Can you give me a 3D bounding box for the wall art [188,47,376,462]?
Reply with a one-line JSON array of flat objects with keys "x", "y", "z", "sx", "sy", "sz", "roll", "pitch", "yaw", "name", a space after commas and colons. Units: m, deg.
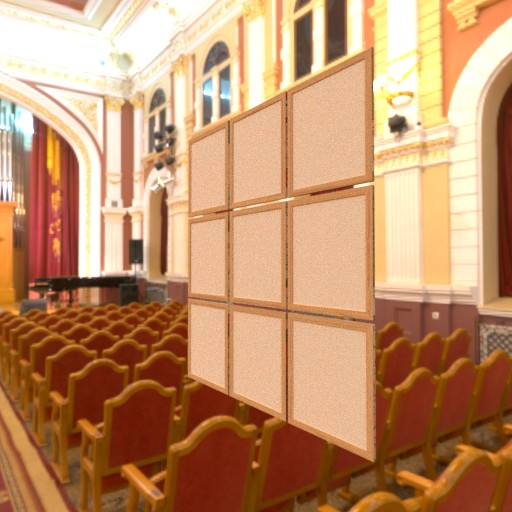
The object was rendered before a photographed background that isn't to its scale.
[{"x": 0.000, "y": 0.000, "z": 2.261, "sx": 0.013, "sy": 1.534, "sz": 1.519, "roll": 1, "pitch": -1, "yaw": -35, "name": "wall art"}]
